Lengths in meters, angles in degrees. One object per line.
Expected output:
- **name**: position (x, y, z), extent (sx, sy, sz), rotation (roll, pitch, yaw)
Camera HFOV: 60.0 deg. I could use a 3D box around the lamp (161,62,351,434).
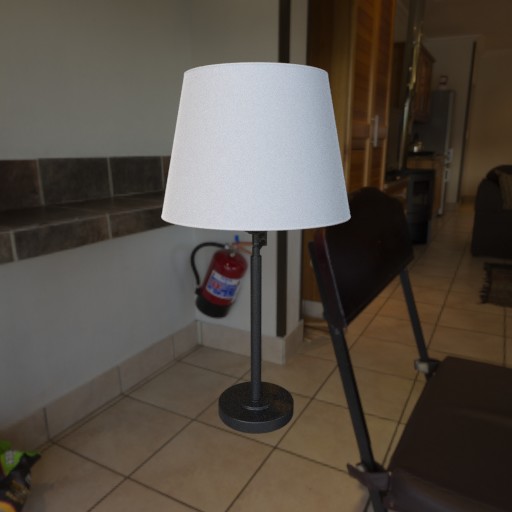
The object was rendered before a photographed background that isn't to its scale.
- **lamp**: position (0.000, 0.000, 0.888), extent (0.363, 0.696, 0.363), rotation (0, 13, 0)
